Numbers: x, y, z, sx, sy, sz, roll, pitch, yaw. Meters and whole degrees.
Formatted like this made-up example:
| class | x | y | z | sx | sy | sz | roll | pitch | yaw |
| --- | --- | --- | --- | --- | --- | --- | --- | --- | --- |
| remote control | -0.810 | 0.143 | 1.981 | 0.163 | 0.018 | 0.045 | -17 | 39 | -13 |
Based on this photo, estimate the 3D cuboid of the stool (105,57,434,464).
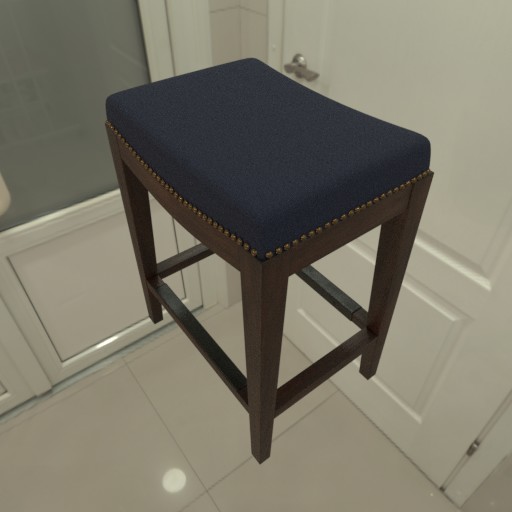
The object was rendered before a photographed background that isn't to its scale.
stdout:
| class | x | y | z | sx | sy | sz | roll | pitch | yaw |
| --- | --- | --- | --- | --- | --- | --- | --- | --- | --- |
| stool | 0.000 | 0.000 | 0.945 | 0.361 | 0.642 | 0.500 | -27 | 49 | -26 |
